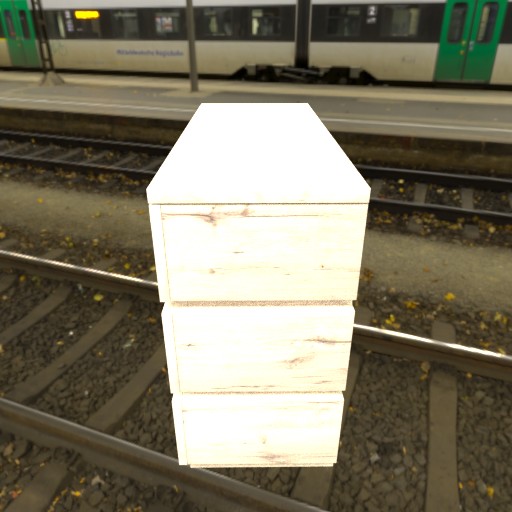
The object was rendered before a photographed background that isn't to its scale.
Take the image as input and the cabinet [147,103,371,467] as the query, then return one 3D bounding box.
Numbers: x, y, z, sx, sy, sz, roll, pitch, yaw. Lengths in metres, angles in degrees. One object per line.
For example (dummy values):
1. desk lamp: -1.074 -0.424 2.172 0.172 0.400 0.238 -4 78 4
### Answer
1. cabinet: 0.000 0.000 1.480 0.420 0.820 1.040 0 27 -1
